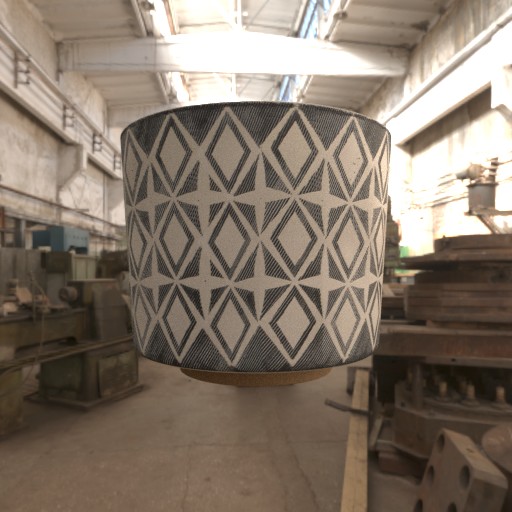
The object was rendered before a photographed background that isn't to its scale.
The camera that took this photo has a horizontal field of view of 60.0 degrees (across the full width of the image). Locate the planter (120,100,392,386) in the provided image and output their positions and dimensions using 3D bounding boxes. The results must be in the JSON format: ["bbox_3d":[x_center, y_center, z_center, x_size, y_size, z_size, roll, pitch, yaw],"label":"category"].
[{"bbox_3d":[0.000,0.000,0.443,0.260,0.220,0.260,0,-1,0],"label":"planter"}]
